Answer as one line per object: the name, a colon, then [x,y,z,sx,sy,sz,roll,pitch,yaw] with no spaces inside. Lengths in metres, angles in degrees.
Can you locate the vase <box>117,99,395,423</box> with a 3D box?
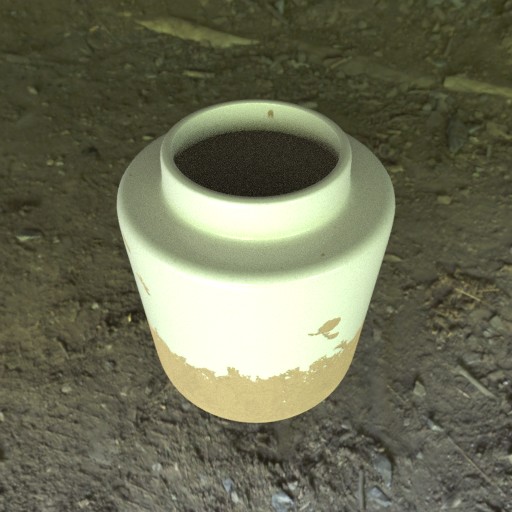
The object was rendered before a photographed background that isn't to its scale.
vase: [0.000,0.000,0.287,0.153,0.167,0.153,0,46,0]
